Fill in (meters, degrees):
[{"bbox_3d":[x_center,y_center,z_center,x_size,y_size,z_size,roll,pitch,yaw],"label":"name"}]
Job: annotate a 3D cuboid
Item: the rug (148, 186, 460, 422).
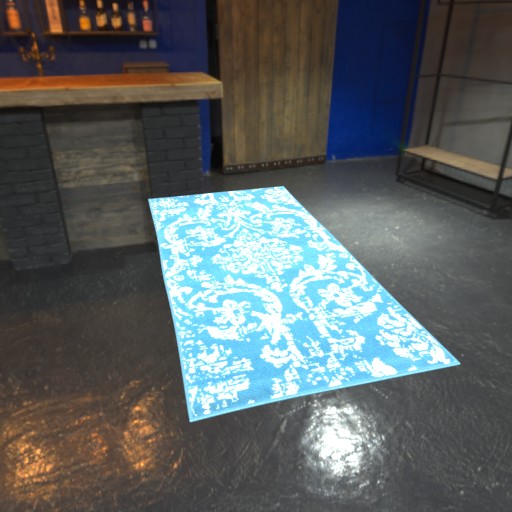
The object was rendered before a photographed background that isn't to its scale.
[{"bbox_3d":[0.000,0.000,1.430,0.604,0.007,1.219,-8,29,-14],"label":"rug"}]
